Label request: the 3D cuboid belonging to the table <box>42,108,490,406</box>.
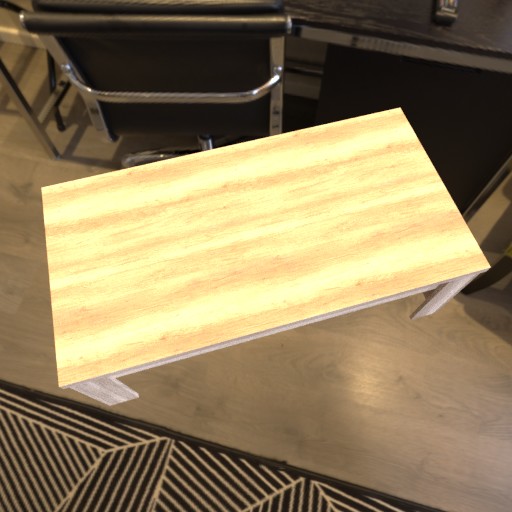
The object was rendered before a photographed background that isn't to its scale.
[{"bbox_3d":[0.000,0.000,1.679,1.350,0.460,0.700,-14,65,-7],"label":"table"}]
